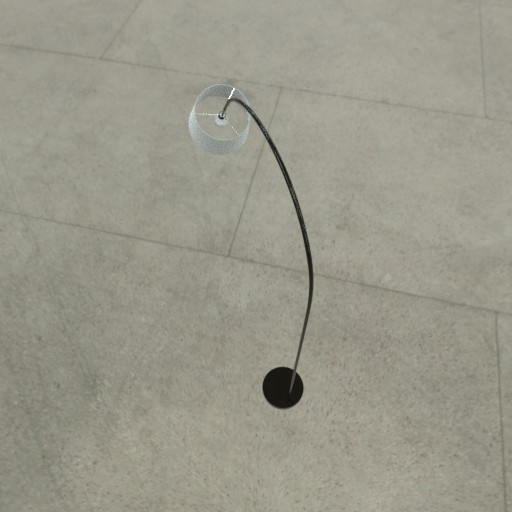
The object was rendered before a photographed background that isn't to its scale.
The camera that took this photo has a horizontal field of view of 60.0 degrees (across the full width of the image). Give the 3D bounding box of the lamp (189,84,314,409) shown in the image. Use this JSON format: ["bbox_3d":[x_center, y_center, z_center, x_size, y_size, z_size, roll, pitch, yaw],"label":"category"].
[{"bbox_3d":[0.000,0.000,2.629,0.331,2.104,1.363,-19,60,-11],"label":"lamp"}]
